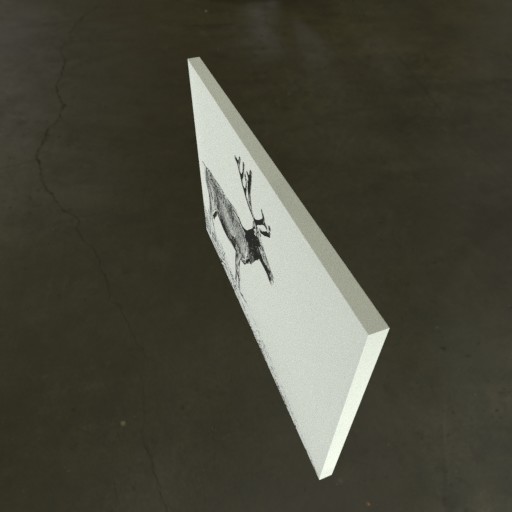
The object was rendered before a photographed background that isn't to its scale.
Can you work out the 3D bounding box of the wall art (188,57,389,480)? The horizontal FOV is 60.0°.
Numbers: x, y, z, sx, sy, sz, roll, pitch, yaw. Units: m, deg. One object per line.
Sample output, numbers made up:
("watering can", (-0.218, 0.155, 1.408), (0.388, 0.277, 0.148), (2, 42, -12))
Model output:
("wall art", (0.000, 0.000, 1.101), (0.033, 0.617, 0.906), (-16, 49, -14))
